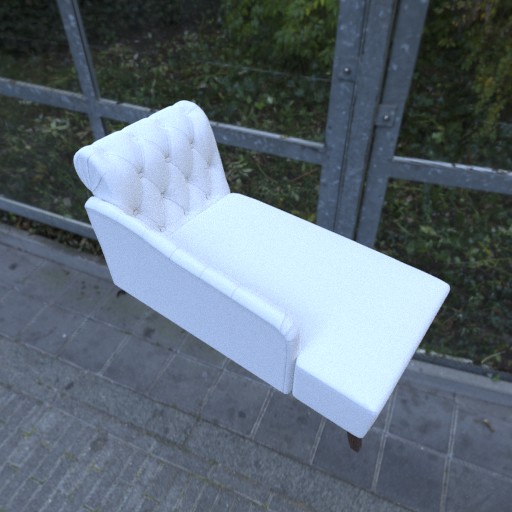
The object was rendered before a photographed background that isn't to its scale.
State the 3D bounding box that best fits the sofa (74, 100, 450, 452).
[{"bbox_3d":[0.000,0.000,1.788,1.379,0.787,0.675,26,48,26],"label":"sofa"}]
